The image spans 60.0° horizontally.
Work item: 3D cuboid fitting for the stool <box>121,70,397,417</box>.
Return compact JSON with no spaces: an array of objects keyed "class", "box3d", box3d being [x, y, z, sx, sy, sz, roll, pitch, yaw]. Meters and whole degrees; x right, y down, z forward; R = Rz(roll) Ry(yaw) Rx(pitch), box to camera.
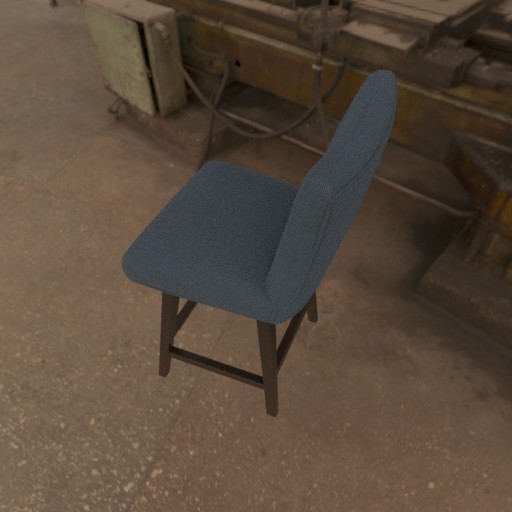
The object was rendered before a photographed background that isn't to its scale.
[{"class":"stool","box3d":[0.000,0.000,1.308,0.574,1.000,0.514,18,49,16]}]
